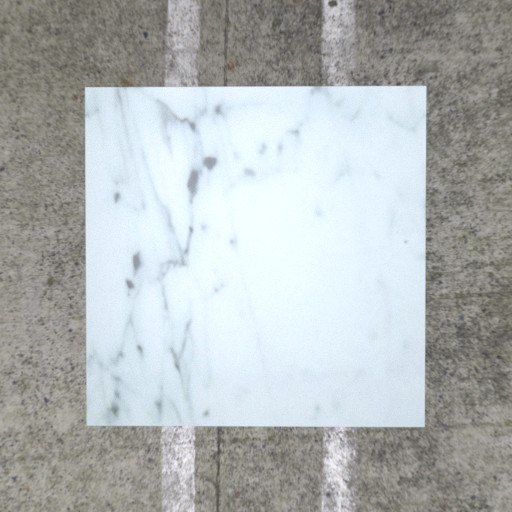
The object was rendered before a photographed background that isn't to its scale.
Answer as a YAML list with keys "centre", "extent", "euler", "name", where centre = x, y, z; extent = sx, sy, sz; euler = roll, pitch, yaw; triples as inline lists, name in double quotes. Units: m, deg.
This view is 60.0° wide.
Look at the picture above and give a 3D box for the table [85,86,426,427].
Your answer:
- centre: [0.000, 0.000, 1.267]
  extent: [0.800, 0.450, 0.800]
  euler: [0, 91, 1]
  name: "table"
